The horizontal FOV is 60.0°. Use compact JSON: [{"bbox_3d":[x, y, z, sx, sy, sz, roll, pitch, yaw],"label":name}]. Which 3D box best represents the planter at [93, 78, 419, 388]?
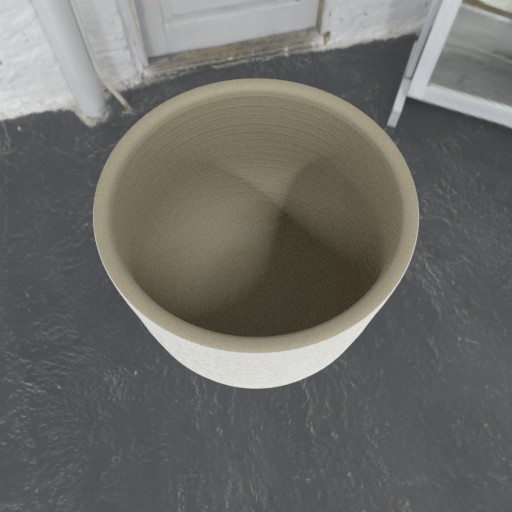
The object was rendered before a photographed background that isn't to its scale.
[{"bbox_3d":[0.000,0.000,0.219,0.124,0.109,0.124,0,64,0],"label":"planter"}]
